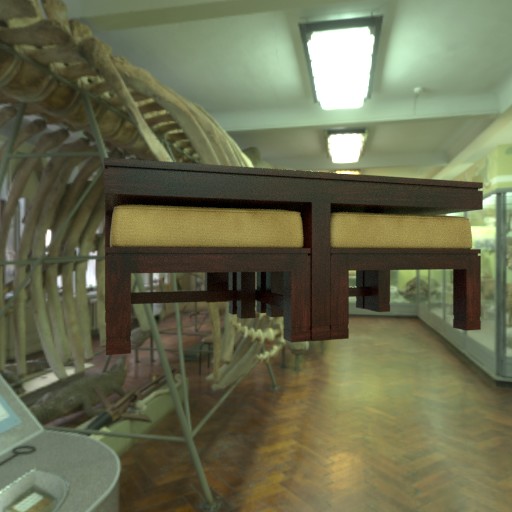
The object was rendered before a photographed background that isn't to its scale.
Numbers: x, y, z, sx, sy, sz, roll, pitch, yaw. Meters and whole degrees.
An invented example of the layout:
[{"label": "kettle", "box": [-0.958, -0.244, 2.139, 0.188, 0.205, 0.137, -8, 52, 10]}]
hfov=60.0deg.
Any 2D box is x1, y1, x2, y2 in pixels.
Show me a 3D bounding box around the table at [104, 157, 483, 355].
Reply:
[{"label": "table", "box": [0.000, 0.000, 1.343, 0.865, 0.356, 0.865, 0, 0, -19]}]
